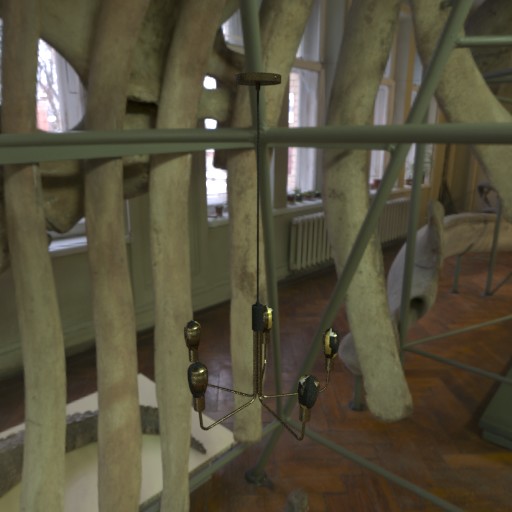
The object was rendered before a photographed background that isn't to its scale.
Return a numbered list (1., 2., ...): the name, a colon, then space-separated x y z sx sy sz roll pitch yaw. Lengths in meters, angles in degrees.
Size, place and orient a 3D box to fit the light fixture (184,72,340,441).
1. light fixture: 0.000 0.000 1.385 0.588 1.059 0.532 14 20 41
